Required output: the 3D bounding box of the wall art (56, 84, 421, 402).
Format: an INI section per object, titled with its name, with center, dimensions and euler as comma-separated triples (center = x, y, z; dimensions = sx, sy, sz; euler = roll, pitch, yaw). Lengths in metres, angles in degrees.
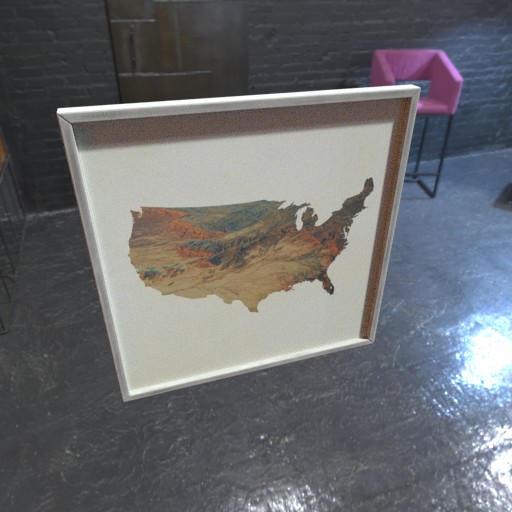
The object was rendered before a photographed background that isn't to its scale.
[wall art]
center = 0.000, 0.000, 0.439
dimensions = 0.303, 0.303, 0.015
euler = -9, 33, -15
